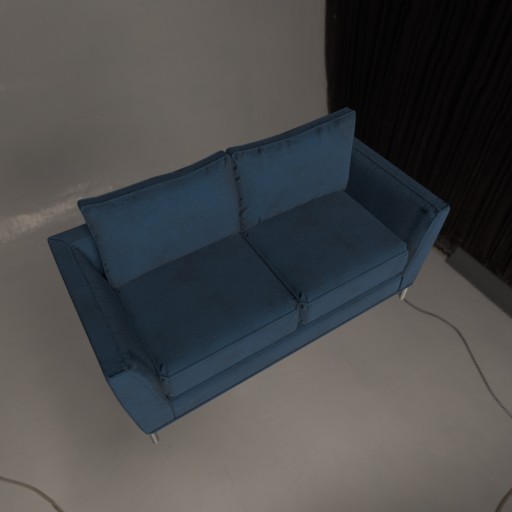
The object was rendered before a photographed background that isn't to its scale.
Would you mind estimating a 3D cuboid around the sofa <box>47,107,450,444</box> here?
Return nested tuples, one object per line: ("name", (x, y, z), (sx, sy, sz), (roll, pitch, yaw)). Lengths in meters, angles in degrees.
("sofa", (0.000, 0.000, 2.300), (1.770, 1.002, 0.853), (-25, 52, -21))
